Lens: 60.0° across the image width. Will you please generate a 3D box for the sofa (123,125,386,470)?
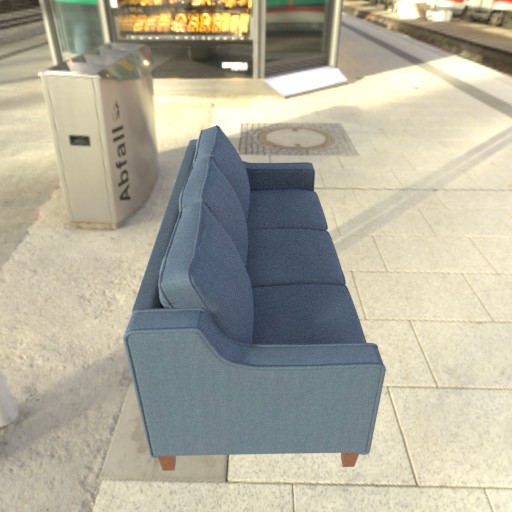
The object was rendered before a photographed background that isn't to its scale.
[{"bbox_3d":[0.000,0.000,2.458,0.911,0.974,1.986,-1,32,-1],"label":"sofa"}]
